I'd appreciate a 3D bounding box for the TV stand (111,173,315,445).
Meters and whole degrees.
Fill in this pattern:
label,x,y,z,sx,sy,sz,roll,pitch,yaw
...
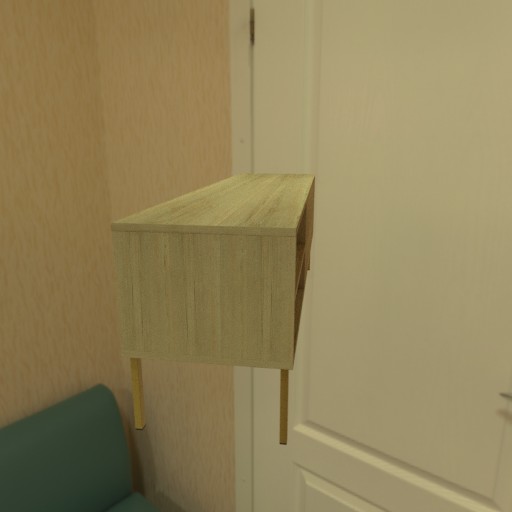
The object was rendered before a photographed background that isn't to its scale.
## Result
label,x,y,z,sx,sy,sz,roll,pitch,yaw
TV stand,0.000,0.000,1.807,0.420,0.550,1.600,2,15,8
